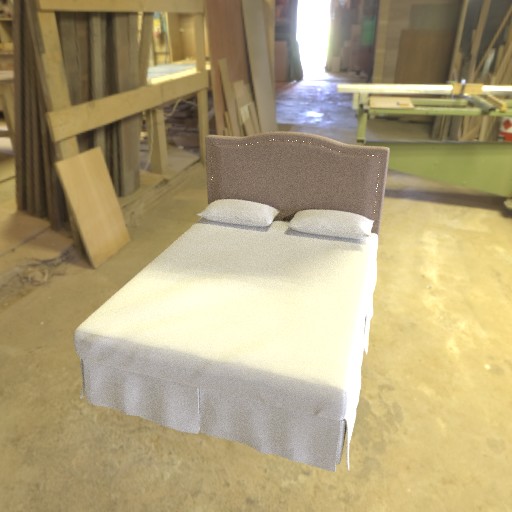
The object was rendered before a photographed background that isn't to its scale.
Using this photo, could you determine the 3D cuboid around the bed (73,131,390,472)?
[{"bbox_3d":[0.000,0.000,3.381,1.821,1.436,2.282,8,28,16],"label":"bed"}]
